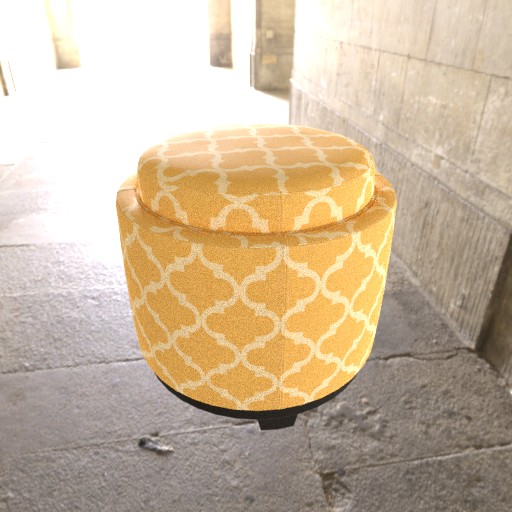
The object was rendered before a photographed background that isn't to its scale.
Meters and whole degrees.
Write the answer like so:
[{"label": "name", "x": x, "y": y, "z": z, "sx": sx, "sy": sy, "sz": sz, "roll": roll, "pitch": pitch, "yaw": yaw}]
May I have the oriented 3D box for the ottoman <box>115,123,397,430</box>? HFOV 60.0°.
[{"label": "ottoman", "x": 0.000, "y": 0.000, "z": 0.840, "sx": 0.480, "sy": 0.429, "sz": 0.480, "roll": 0, "pitch": 29, "yaw": 0}]
